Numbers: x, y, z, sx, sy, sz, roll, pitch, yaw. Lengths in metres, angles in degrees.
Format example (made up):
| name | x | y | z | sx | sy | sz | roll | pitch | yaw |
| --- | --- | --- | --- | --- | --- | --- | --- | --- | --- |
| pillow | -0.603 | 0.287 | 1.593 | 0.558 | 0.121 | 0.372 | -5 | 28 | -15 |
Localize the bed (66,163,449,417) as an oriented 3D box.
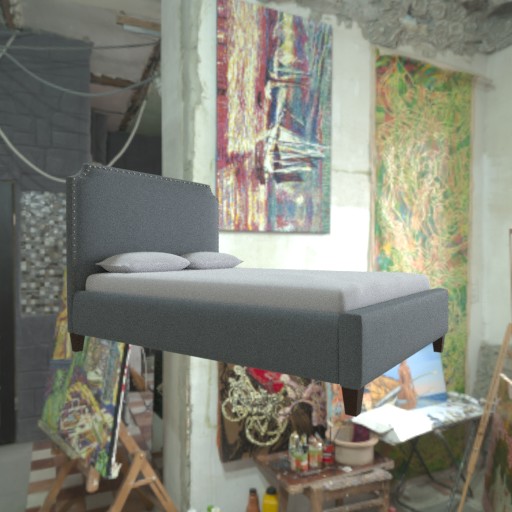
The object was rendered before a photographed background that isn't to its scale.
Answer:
| name | x | y | z | sx | sy | sz | roll | pitch | yaw |
| --- | --- | --- | --- | --- | --- | --- | --- | --- | --- |
| bed | 0.000 | 0.000 | 3.347 | 2.372 | 1.443 | 1.712 | 1 | 1 | 36 |
